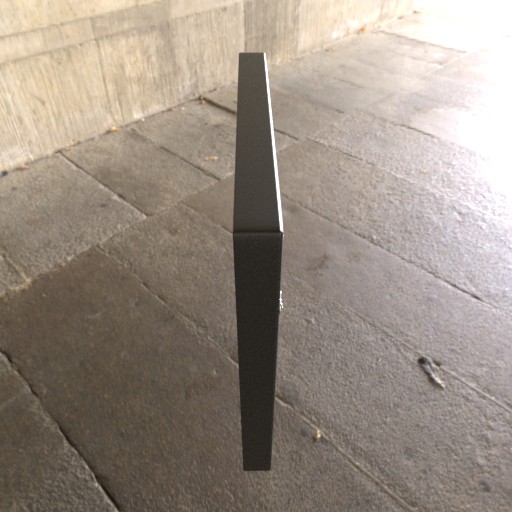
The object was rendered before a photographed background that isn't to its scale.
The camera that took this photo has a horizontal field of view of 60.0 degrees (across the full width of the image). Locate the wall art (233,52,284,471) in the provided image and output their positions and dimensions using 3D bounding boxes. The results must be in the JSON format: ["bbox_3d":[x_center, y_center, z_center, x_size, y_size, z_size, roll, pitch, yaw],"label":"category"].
[{"bbox_3d":[0.000,0.000,0.605,0.041,0.407,0.406,-1,42,-1],"label":"wall art"}]
